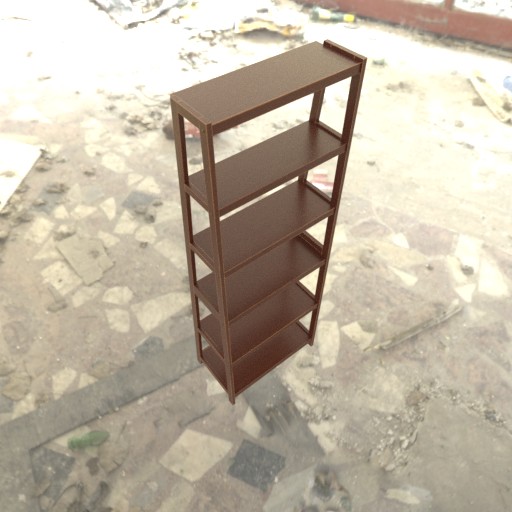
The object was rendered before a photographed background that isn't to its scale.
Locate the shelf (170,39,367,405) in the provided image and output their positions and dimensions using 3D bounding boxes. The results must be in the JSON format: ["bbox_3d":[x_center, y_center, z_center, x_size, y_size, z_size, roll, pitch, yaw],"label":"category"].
[{"bbox_3d":[0.000,0.000,2.164,0.660,1.892,0.381,-31,55,-24],"label":"shelf"}]
